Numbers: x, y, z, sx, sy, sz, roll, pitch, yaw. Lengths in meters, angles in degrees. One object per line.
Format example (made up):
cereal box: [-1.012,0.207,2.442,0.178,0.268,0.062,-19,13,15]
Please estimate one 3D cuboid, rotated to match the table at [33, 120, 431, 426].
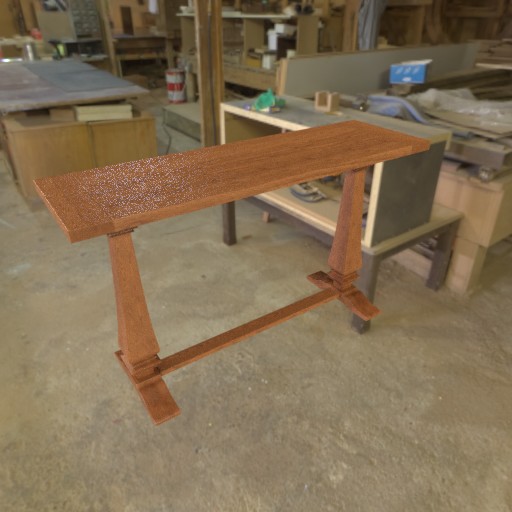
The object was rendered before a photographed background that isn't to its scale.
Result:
table: [0.000,0.000,1.881,1.478,0.852,0.461,-19,35,-29]
